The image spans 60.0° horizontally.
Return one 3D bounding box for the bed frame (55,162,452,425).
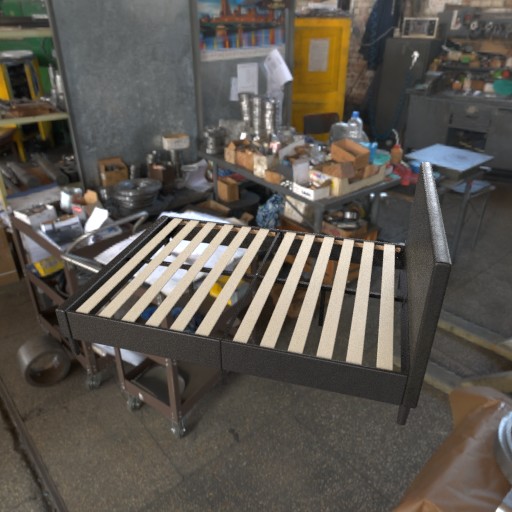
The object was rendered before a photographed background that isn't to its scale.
[{"bbox_3d":[0.000,0.000,3.008,2.152,1.046,1.469,8,30,14],"label":"bed frame"}]
